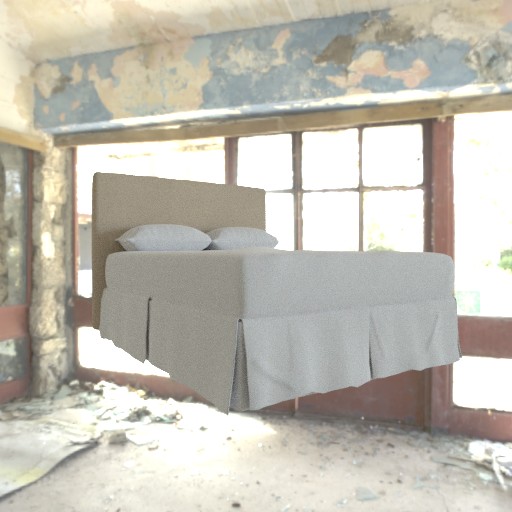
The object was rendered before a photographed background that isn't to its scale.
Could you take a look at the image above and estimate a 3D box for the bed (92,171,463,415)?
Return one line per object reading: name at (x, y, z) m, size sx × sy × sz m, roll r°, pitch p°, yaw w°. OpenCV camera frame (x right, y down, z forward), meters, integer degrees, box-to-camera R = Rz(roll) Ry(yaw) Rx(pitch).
bed at (0.000, 0.000, 3.121) m, size 1.723 × 1.330 × 2.142 m, roll 0°, pitch 1°, yaw -35°
